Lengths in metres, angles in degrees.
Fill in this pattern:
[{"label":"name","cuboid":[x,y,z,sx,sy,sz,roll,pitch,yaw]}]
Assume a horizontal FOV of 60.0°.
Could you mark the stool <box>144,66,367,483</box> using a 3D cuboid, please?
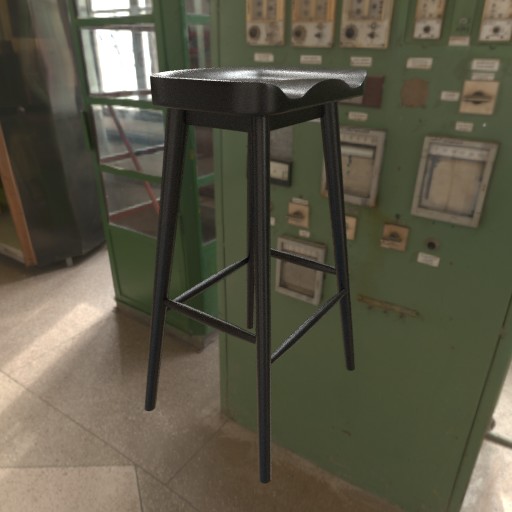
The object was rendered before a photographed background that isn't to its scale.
[{"label":"stool","cuboid":[0.000,0.000,0.974,0.361,0.749,0.440,17,31,31]}]
